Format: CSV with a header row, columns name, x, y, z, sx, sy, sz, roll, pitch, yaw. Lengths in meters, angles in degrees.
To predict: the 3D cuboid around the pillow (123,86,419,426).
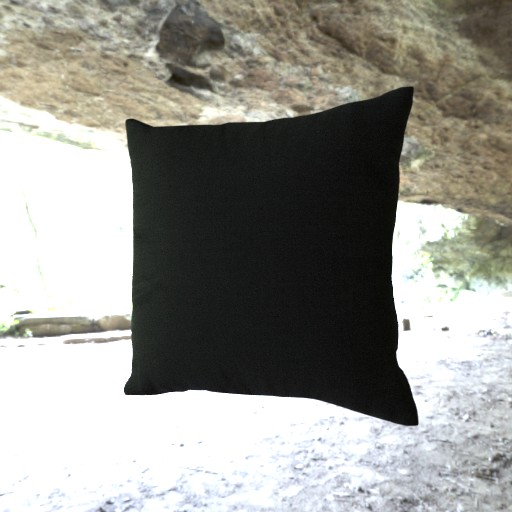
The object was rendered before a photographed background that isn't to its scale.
name,x,y,z,sx,sy,sz,roll,pitch,yaw
pillow,0.000,0.000,0.629,0.432,0.432,0.139,0,-1,18
